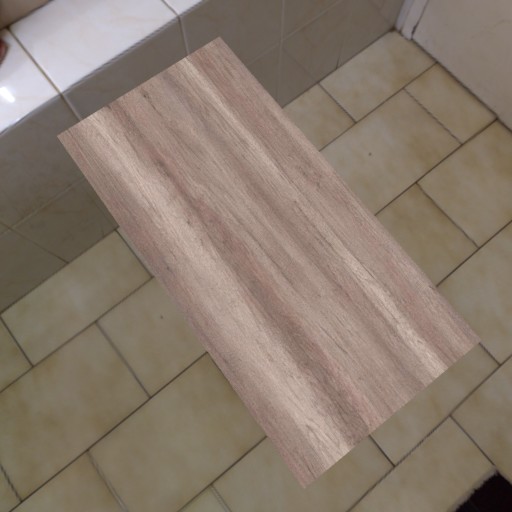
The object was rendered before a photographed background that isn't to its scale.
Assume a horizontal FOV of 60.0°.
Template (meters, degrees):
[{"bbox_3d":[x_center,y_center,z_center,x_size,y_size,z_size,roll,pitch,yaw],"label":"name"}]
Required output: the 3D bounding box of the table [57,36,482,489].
[{"bbox_3d":[0.000,0.000,2.261,0.900,0.790,1.800,-36,78,-9],"label":"table"}]
